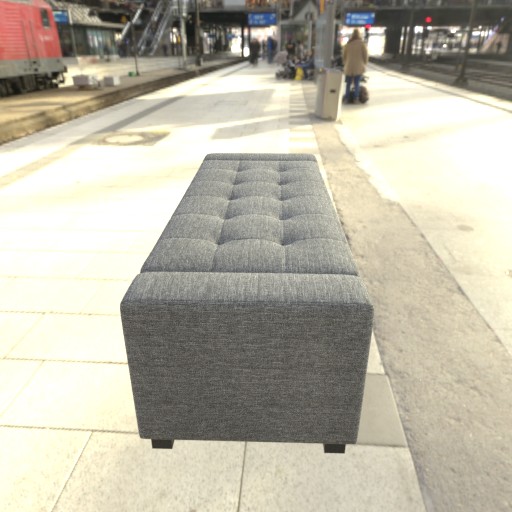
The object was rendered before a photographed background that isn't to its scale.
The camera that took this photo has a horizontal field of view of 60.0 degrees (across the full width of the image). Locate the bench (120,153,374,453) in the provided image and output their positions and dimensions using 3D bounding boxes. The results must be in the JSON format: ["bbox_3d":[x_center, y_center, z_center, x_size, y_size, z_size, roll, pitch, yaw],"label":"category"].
[{"bbox_3d":[0.000,0.000,1.525,0.508,0.445,1.296,1,26,2],"label":"bench"}]
